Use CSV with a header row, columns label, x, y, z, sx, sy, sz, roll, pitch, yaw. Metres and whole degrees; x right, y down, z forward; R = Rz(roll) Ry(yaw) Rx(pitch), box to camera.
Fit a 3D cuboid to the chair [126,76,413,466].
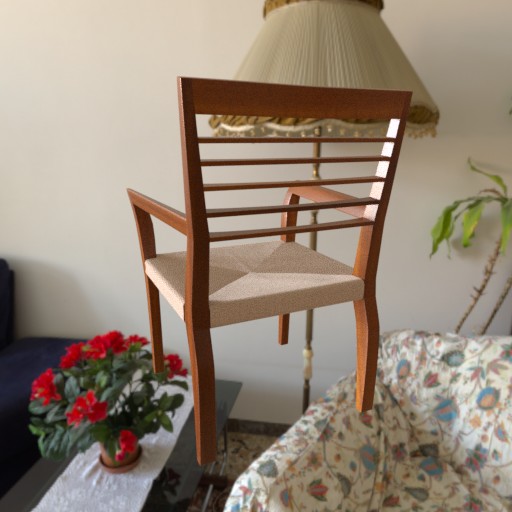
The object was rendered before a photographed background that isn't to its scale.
label,x,y,z,sx,sy,sz,roll,pitch,yaw
chair,0.000,0.000,1.239,0.587,0.855,0.540,-7,17,-25
